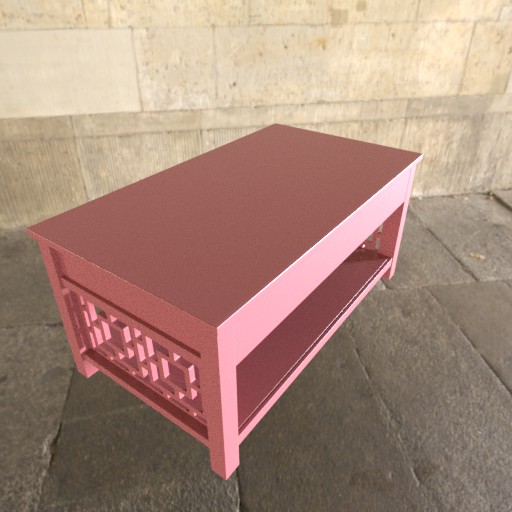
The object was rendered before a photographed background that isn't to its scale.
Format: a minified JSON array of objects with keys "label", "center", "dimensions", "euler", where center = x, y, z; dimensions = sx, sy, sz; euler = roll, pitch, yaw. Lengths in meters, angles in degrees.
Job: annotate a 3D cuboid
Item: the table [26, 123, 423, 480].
[{"label":"table","center":[0.000,0.000,1.412],"dimensions":[0.612,0.493,1.068],"euler":[22,39,30]}]
